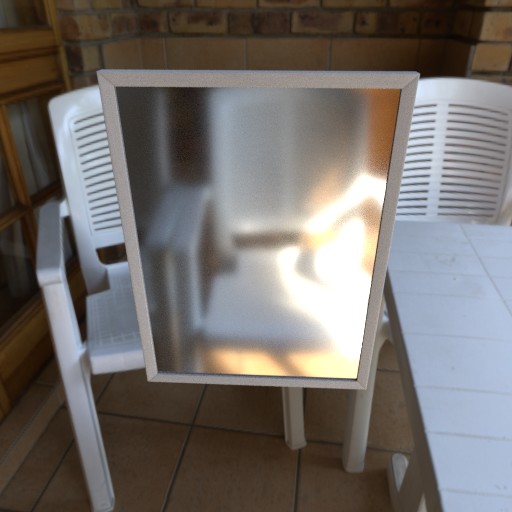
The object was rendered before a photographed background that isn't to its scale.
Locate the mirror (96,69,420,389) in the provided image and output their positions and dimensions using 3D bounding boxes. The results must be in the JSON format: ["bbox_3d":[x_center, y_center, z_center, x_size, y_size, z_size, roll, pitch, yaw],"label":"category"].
[{"bbox_3d":[0.000,0.000,1.311,0.762,1.016,0.040,1,30,2],"label":"mirror"}]
